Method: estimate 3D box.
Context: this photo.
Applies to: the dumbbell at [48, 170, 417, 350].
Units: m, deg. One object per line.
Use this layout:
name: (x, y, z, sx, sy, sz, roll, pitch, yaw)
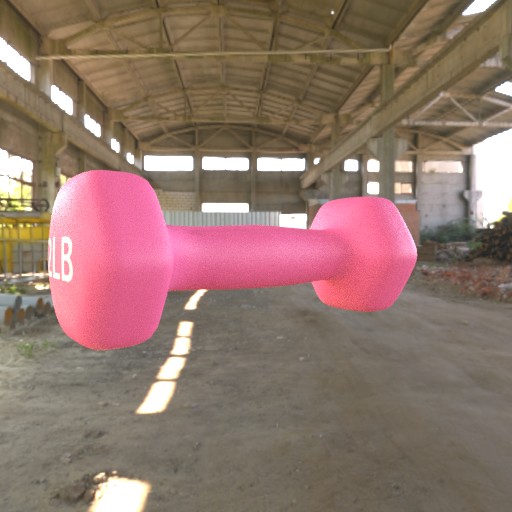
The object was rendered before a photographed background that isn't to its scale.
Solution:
dumbbell: (0.000, 0.000, 0.173, 0.146, 0.053, 0.058, -1, 2, -37)
